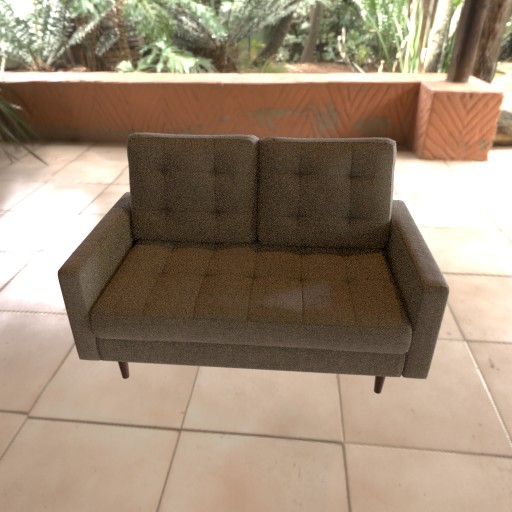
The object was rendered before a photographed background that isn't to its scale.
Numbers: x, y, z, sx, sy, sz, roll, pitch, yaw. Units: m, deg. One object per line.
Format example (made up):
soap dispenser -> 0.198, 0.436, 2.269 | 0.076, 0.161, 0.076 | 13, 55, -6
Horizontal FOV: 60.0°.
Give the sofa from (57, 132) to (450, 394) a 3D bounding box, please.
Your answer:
sofa -> 0.000, 0.000, 1.944 | 1.407, 0.907, 0.842 | 2, 30, 4
